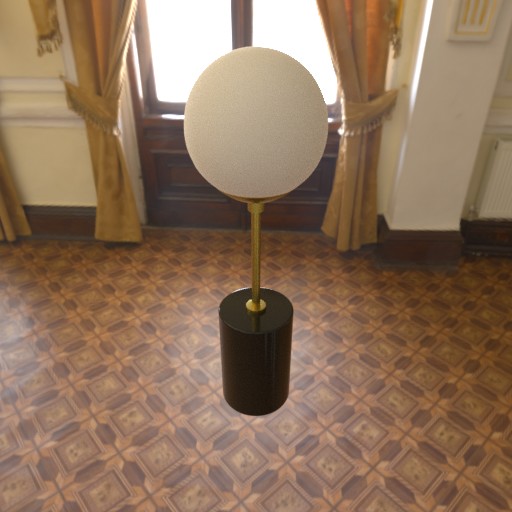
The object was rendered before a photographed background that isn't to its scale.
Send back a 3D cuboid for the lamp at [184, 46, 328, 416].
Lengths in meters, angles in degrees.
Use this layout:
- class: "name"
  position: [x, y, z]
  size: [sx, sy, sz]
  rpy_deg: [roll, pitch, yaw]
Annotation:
- class: "lamp"
  position: [0.000, 0.000, 0.559]
  size: [0.153, 0.480, 0.153]
  rpy_deg: [0, 31, 0]
